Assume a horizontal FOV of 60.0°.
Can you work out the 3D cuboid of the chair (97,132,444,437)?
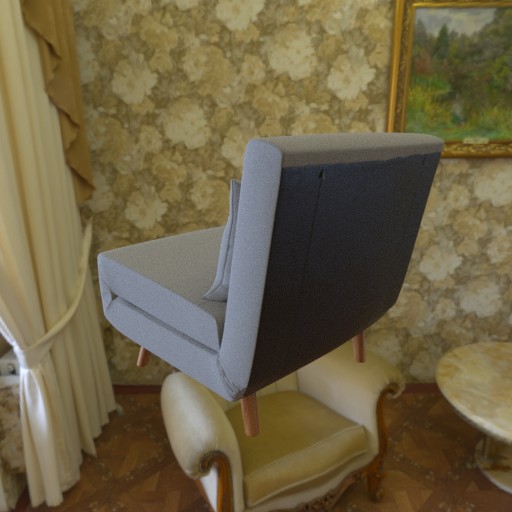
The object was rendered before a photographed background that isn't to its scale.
[{"bbox_3d":[0.000,0.000,1.495,0.902,0.808,0.770,15,22,42],"label":"chair"}]
